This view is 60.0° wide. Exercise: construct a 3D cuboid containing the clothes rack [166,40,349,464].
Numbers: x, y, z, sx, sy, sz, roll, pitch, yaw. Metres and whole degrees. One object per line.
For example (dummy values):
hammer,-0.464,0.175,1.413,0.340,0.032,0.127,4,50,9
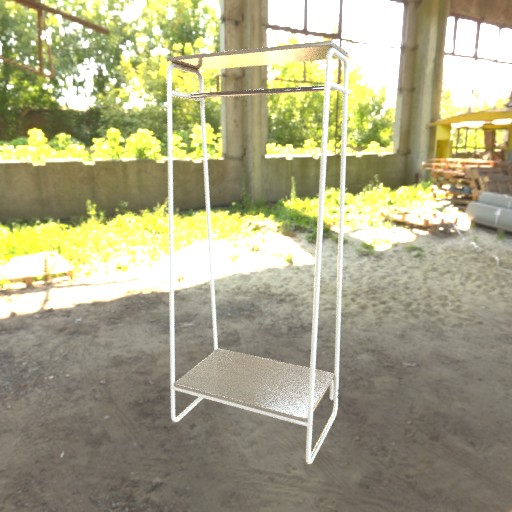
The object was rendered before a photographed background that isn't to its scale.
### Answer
clothes rack,0.000,0.000,1.805,0.640,1.512,0.400,6,15,25
